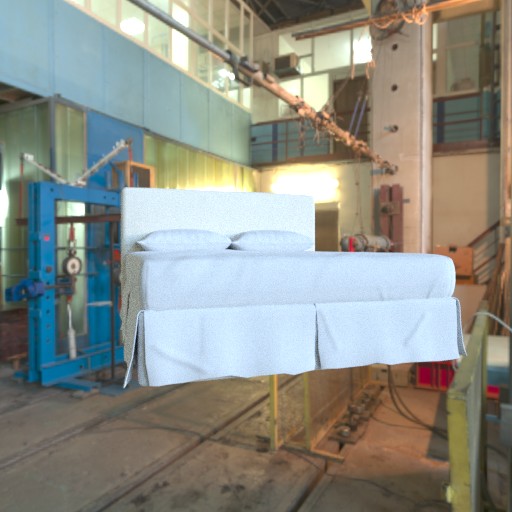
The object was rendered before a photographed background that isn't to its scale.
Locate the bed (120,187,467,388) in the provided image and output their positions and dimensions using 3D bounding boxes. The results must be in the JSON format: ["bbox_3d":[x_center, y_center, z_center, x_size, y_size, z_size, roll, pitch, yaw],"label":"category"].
[{"bbox_3d":[0.000,0.000,3.569,2.119,1.317,2.341,0,1,-18],"label":"bed"}]
